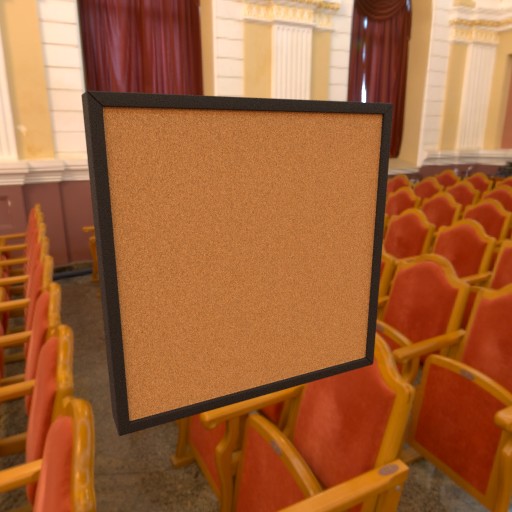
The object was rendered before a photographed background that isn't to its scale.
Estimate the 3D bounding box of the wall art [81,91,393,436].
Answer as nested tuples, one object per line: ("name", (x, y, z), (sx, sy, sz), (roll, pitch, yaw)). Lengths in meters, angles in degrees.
("wall art", (0.000, 0.000, 0.456), (0.305, 0.305, 0.037), (-7, 17, -25))
